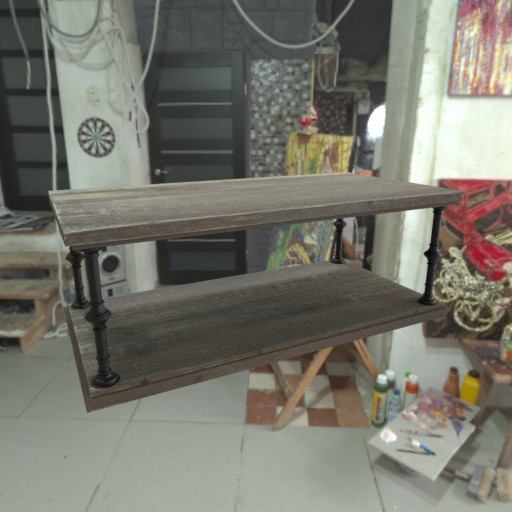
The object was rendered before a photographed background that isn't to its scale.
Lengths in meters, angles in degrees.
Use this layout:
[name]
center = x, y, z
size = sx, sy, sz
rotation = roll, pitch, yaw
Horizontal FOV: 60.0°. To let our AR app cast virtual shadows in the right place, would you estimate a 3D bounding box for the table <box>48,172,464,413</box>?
[table]
center = 0.000, 0.000, 1.358
size = 1.088, 0.399, 0.554
rotation = -8, 19, -26
